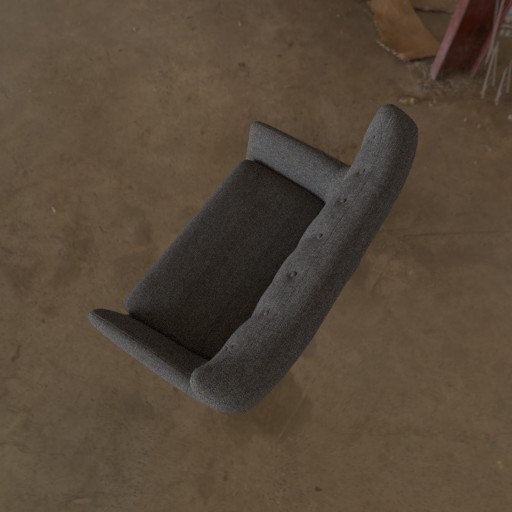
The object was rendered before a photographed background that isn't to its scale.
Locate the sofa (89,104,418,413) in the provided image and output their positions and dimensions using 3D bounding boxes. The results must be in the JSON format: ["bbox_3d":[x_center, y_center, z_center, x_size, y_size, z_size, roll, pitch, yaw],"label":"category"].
[{"bbox_3d":[0.000,0.000,2.041,0.874,1.028,1.358,30,67,14],"label":"sofa"}]
